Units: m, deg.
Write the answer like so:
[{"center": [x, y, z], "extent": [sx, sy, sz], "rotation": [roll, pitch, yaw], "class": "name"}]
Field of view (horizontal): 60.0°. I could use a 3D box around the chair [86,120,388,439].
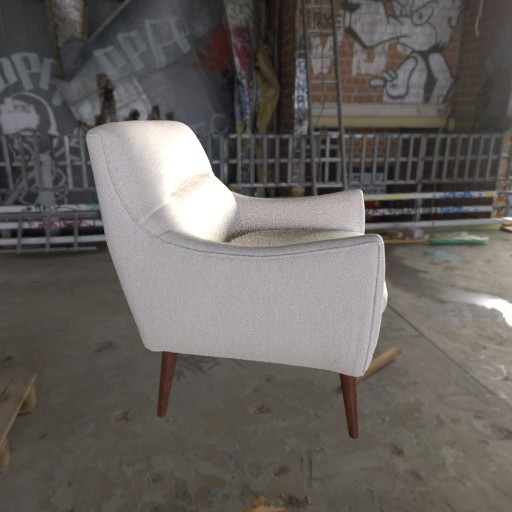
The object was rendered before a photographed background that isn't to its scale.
[{"center": [0.000, 0.000, 1.434], "extent": [0.787, 0.838, 0.762], "rotation": [3, 17, 9], "class": "chair"}]
